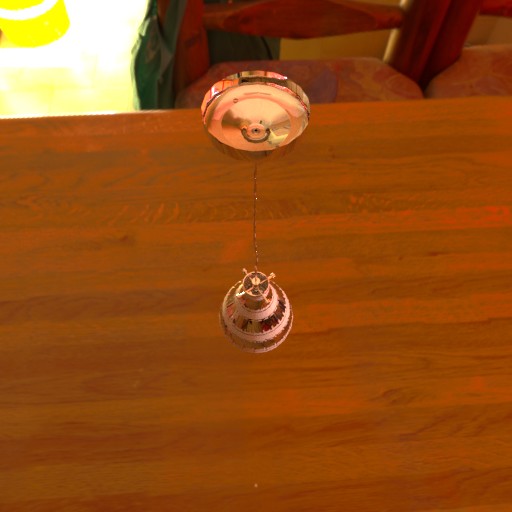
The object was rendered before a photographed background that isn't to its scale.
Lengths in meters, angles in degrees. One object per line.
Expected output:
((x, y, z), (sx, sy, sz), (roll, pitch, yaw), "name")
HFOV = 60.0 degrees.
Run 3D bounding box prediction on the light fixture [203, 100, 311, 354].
((0.000, 0.000, 1.655), (0.374, 1.457, 0.374), (-31, 67, -15), "light fixture")
